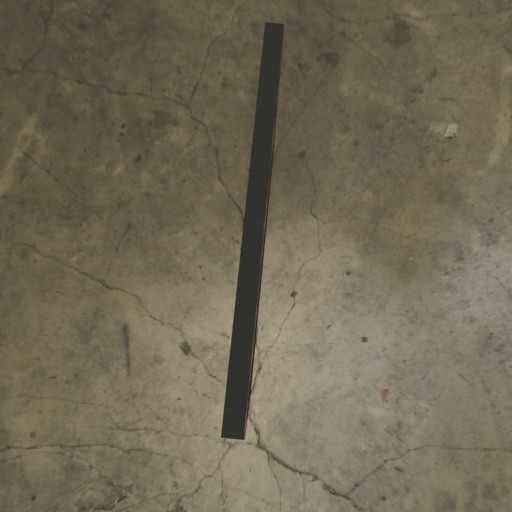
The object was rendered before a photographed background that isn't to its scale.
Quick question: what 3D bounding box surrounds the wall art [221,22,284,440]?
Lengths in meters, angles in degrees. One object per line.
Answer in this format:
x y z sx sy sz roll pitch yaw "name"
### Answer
0.000 0.000 1.150 0.038 0.762 0.762 5 78 1 "wall art"
